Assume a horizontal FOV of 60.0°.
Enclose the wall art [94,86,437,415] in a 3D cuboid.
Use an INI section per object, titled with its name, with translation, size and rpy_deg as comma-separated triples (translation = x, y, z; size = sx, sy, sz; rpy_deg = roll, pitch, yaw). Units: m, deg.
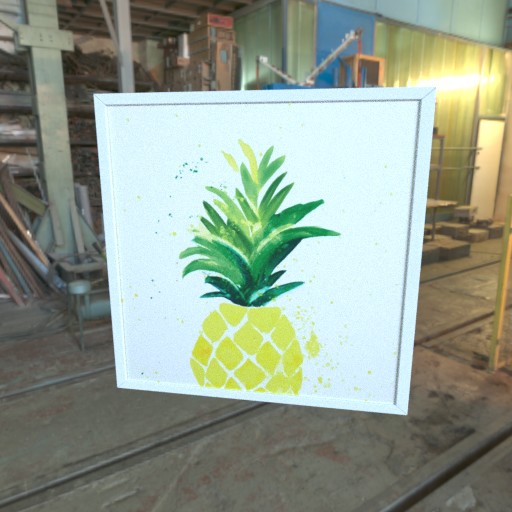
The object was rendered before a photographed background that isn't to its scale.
[wall art]
translation = 0.000, 0.000, 0.725
size = 0.508, 0.507, 0.035
rpy_deg = 2, 14, 10
